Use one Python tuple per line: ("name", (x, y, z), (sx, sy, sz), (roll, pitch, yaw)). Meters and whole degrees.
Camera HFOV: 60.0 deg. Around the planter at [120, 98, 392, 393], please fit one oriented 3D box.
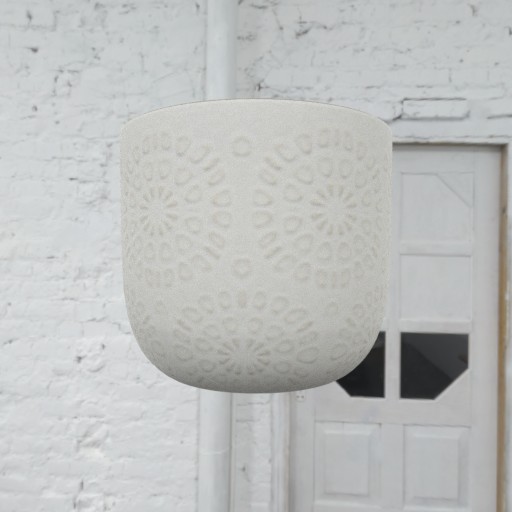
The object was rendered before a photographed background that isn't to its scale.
("planter", (0.000, 0.000, 0.212), (0.124, 0.109, 0.124), (0, 1, 0))
